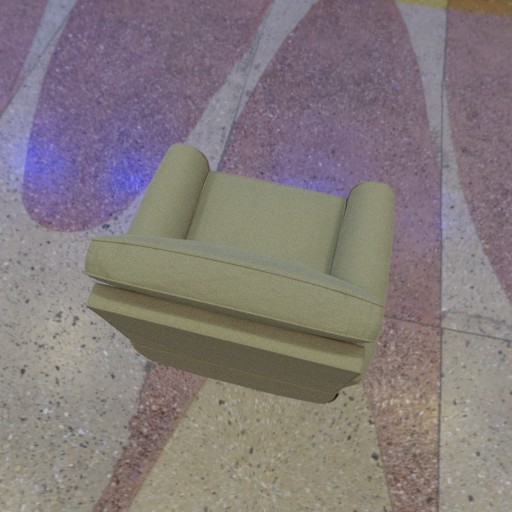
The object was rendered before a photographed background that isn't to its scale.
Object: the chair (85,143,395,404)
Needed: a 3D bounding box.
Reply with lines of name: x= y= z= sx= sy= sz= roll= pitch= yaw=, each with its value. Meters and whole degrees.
chair: x=0.000 y=0.000 z=1.945 sx=1.135 sy=1.017 sz=0.988 roll=13 pitch=63 yaw=6
